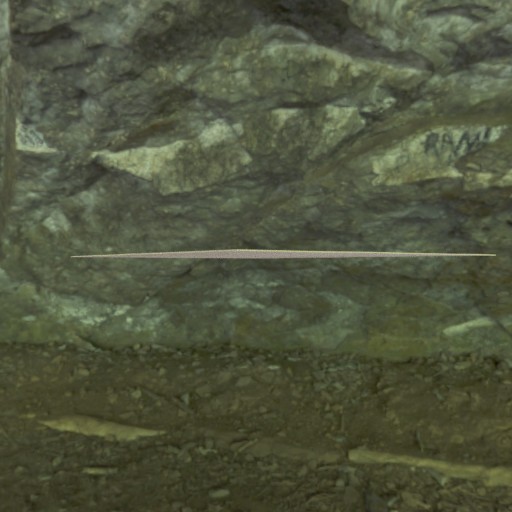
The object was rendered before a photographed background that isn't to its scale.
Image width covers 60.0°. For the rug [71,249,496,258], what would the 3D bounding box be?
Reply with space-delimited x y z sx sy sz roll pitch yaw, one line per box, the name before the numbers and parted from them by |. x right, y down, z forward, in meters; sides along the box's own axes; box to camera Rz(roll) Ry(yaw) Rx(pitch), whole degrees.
rug | 0.000 0.000 3.992 2.444 0.012 3.048 1 -1 -36
